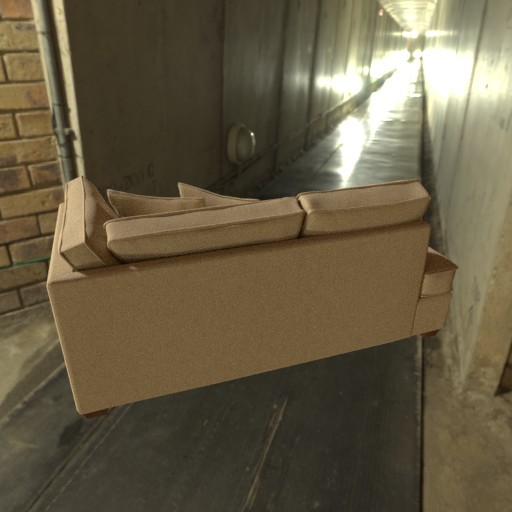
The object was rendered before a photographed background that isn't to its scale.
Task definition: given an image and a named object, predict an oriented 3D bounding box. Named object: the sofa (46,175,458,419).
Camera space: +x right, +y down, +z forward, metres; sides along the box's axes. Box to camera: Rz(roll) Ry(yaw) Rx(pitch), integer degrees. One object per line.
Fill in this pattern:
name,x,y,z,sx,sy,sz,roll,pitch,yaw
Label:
sofa,0.000,0.000,2.772,2.237,1.033,1.110,-9,28,-17
